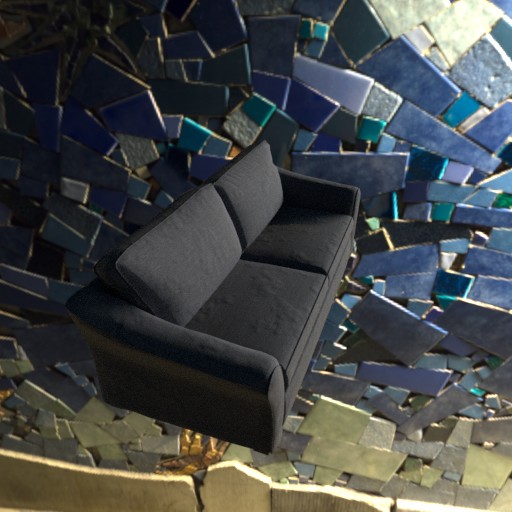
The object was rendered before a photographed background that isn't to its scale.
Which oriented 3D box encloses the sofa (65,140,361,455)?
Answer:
[{"bbox_3d":[0.000,0.000,2.815,0.971,0.950,2.270,11,32,18],"label":"sofa"}]
